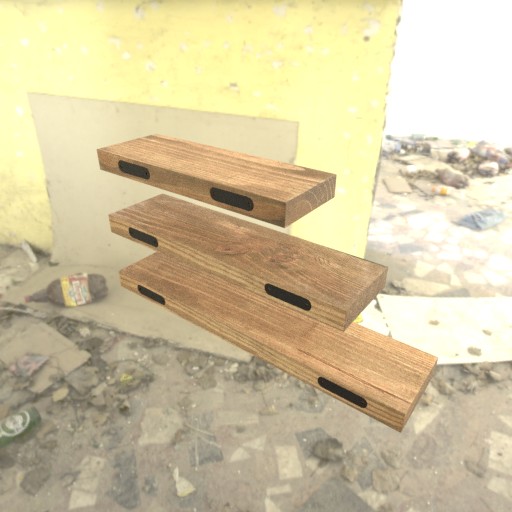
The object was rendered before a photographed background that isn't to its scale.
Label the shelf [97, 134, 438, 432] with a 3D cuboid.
[{"bbox_3d":[0.000,0.000,0.751,0.610,0.293,0.140,20,35,32],"label":"shelf"}]
